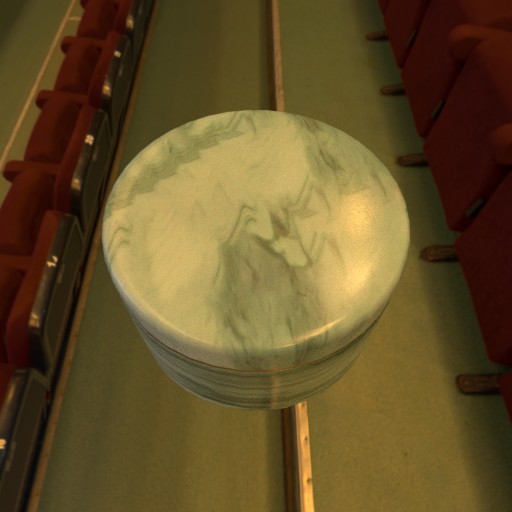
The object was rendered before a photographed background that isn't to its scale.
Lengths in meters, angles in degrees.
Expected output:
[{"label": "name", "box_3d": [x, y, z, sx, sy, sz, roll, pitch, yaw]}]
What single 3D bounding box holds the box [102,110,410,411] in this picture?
[{"label": "box", "box_3d": [0.000, 0.000, 0.170, 0.101, 0.063, 0.101, 0, 56, 0]}]
